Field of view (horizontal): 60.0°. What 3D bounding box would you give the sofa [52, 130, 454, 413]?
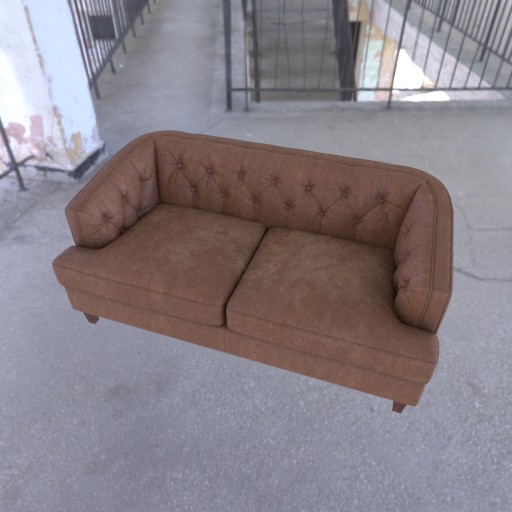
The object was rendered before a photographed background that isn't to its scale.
[{"bbox_3d":[0.000,0.000,2.232,1.755,0.786,0.914,13,42,15],"label":"sofa"}]
